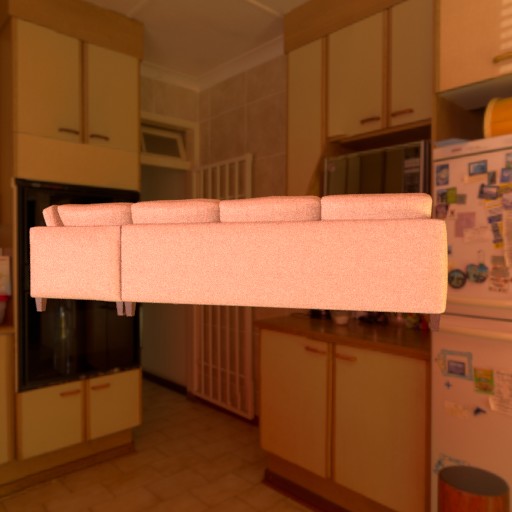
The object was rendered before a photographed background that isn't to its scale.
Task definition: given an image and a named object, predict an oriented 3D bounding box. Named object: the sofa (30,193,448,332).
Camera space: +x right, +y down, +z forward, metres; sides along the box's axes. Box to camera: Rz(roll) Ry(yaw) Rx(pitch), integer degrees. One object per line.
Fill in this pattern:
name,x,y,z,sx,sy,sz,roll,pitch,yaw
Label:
sofa,0.000,0.000,4.472,3.333,0.934,2.522,0,1,17
